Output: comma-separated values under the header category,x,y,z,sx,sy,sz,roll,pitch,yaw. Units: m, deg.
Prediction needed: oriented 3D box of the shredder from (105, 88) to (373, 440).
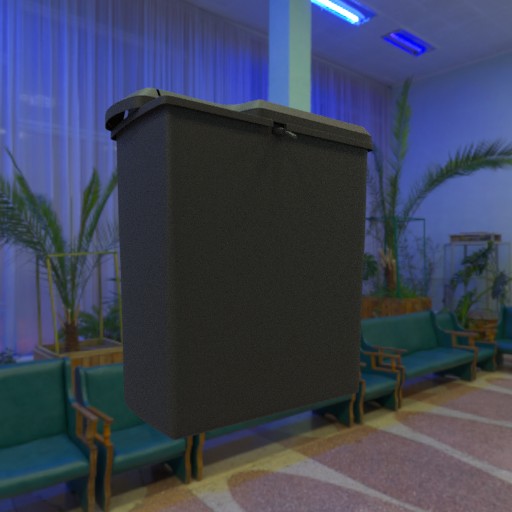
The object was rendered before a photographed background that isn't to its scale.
category,x,y,z,sx,sy,sz,roll,pitch,yaw
shredder,0.000,0.000,0.515,0.320,0.335,0.170,0,-1,-36
